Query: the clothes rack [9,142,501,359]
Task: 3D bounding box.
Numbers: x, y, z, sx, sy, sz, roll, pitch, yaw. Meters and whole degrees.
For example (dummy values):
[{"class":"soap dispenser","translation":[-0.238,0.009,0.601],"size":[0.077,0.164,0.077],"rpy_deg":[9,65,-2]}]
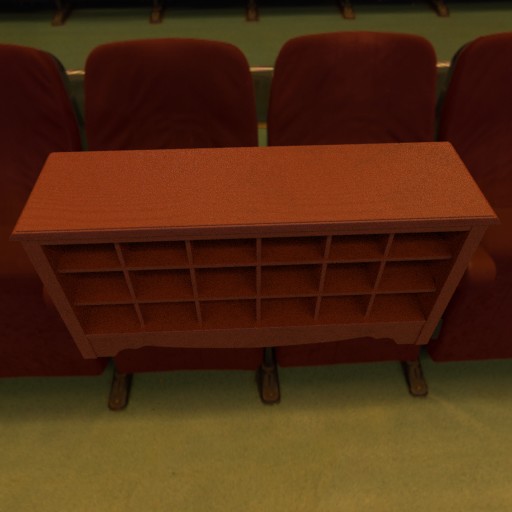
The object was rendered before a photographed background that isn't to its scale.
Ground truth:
[{"class":"clothes rack","translation":[0.000,0.000,1.452],"size":[1.251,0.594,0.362],"rpy_deg":[-2,47,-2]}]
